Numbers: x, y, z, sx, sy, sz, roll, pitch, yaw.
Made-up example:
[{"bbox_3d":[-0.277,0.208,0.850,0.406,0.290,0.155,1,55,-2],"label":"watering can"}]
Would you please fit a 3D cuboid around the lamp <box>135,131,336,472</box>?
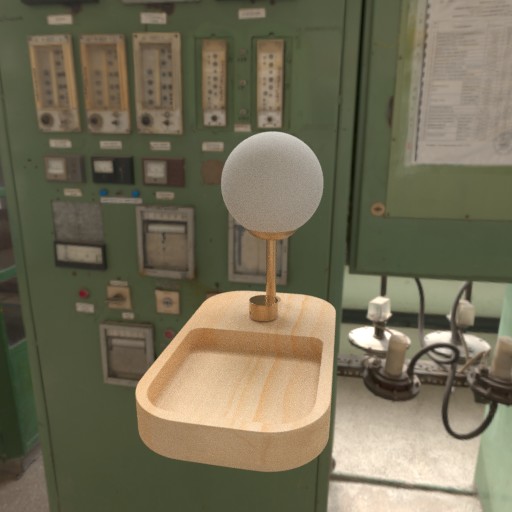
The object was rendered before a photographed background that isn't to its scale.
[{"bbox_3d":[0.000,0.000,0.470,0.173,0.253,0.331,3,16,11],"label":"lamp"}]
